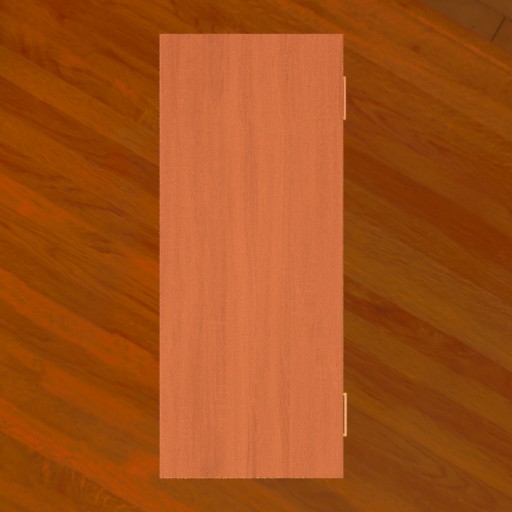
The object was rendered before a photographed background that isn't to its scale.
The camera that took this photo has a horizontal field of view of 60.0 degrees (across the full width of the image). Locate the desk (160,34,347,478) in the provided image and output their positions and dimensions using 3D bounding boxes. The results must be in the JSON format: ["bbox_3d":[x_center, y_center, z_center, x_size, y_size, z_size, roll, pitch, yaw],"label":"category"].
[{"bbox_3d":[0.000,0.000,1.752,0.600,0.740,1.390,0,90,0],"label":"desk"}]
